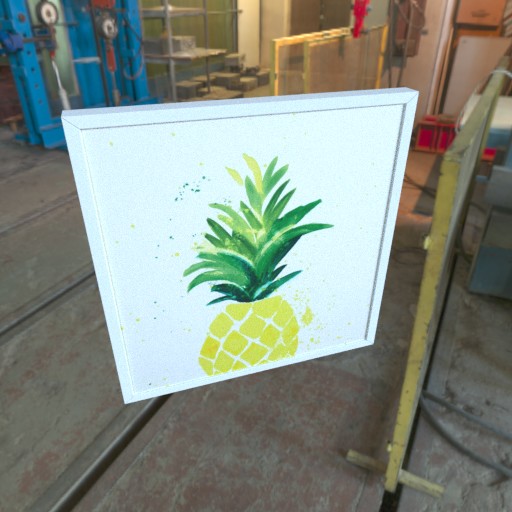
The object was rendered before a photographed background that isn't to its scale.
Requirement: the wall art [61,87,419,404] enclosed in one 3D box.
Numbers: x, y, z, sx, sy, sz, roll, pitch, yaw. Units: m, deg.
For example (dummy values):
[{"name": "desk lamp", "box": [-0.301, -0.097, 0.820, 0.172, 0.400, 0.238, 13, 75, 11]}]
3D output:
[{"name": "wall art", "box": [0.000, 0.000, 0.749, 0.508, 0.507, 0.035, -10, 32, -15]}]
